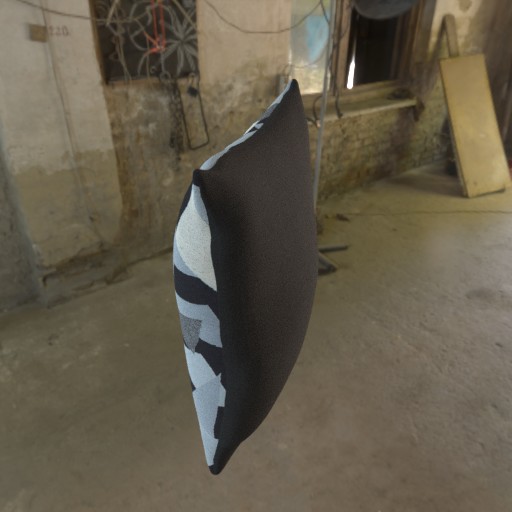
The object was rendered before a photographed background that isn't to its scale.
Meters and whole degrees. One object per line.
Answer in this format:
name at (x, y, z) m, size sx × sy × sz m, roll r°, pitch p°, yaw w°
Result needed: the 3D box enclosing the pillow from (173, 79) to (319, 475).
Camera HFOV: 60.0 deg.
pillow at (0.000, 0.000, 0.755) m, size 0.208 × 0.496 × 0.503 m, roll 8°, pitch 32°, yaw 13°
